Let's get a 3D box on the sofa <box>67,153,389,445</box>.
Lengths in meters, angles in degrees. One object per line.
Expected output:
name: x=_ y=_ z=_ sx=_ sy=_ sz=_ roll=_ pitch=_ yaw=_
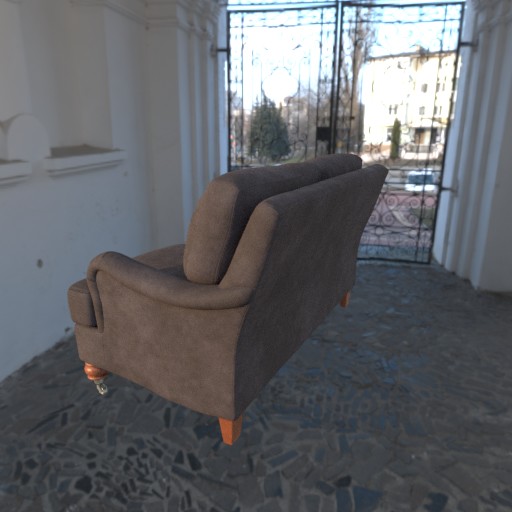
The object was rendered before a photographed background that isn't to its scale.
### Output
sofa: x=0.000 y=0.000 z=2.550 sx=1.084 sy=1.101 sz=1.853 roll=8 pitch=18 yaw=26
